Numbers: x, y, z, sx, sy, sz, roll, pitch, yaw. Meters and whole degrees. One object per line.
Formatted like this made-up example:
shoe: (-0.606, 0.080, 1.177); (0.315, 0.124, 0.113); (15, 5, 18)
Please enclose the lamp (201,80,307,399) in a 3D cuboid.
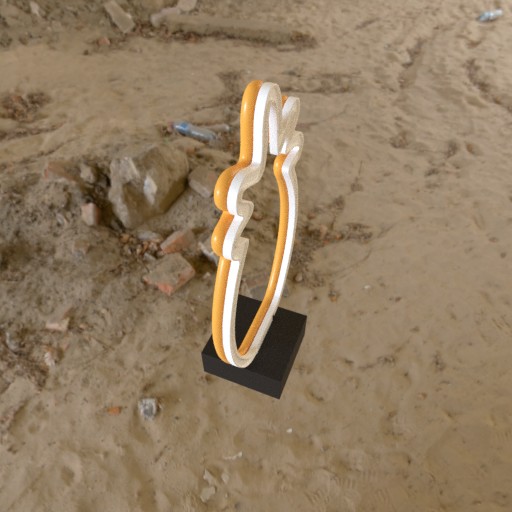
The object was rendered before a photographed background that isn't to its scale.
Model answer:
lamp: (0.000, 0.000, 0.392); (0.088, 0.317, 0.167); (16, 48, 15)
